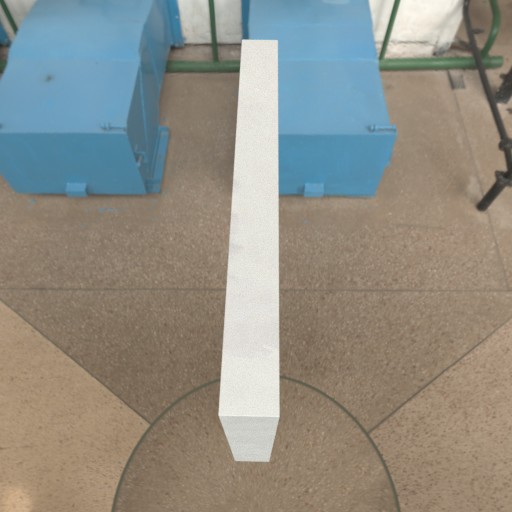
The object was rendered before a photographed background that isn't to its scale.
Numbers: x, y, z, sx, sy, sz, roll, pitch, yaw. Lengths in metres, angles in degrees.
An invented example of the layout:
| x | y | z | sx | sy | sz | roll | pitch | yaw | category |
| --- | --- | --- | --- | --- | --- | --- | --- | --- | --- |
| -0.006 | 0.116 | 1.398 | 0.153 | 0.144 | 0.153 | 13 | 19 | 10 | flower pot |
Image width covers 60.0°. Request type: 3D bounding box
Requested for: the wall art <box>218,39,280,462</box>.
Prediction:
| x | y | z | sx | sy | sz | roll | pitch | yaw | category |
| --- | --- | --- | --- | --- | --- | --- | --- | --- | --- |
| 0.000 | 0.000 | 0.481 | 0.038 | 0.254 | 0.381 | 1 | 59 | 1 | wall art |
